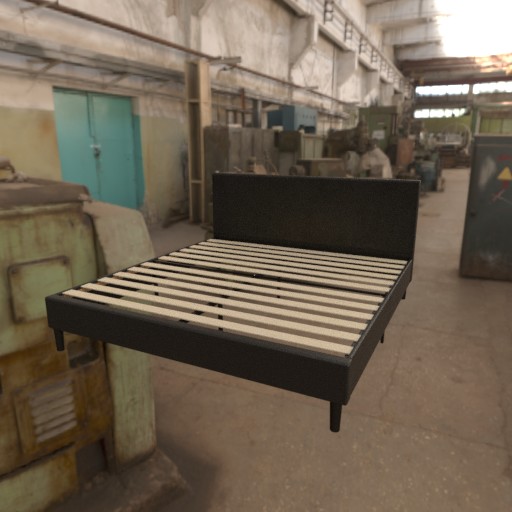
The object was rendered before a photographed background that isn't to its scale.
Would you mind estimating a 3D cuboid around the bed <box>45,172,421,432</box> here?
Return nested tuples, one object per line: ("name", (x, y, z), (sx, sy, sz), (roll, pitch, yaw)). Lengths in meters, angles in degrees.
("bed", (0.000, 0.000, 3.347), (2.018, 1.046, 2.152), (7, 16, 26))
